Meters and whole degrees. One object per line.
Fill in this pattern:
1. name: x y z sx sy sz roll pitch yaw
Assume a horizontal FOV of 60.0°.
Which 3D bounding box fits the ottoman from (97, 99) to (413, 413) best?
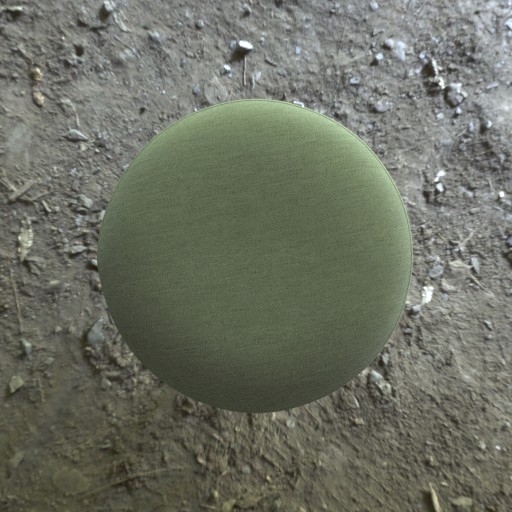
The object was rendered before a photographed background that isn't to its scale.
1. ottoman: 0.000 0.000 1.226 0.769 0.459 0.769 0 91 1
